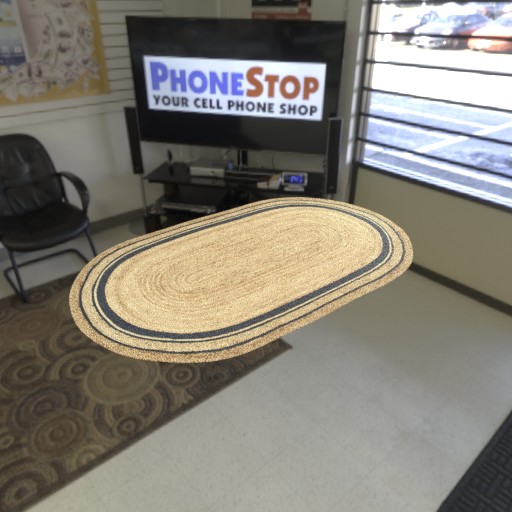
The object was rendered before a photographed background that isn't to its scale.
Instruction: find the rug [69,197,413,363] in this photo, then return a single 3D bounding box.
[{"bbox_3d":[0.000,0.000,3.024,2.432,0.006,1.520,-21,36,-32],"label":"rug"}]
